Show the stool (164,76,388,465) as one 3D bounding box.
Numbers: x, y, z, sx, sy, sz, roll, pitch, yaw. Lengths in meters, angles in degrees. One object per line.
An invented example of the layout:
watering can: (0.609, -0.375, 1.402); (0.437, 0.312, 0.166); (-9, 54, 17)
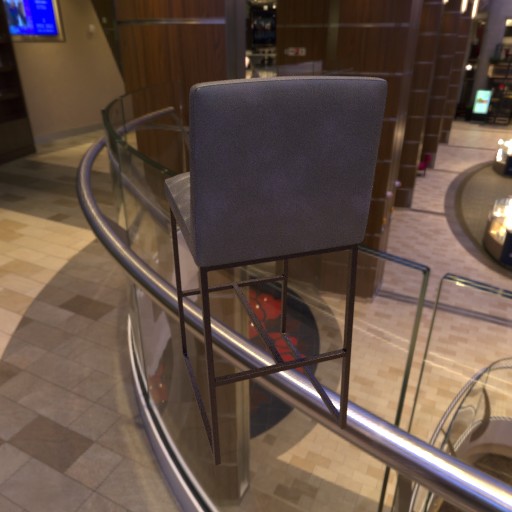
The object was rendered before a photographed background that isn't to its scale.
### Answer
stool: (0.000, 0.000, 1.370); (0.463, 1.065, 0.562); (-8, 27, -17)
